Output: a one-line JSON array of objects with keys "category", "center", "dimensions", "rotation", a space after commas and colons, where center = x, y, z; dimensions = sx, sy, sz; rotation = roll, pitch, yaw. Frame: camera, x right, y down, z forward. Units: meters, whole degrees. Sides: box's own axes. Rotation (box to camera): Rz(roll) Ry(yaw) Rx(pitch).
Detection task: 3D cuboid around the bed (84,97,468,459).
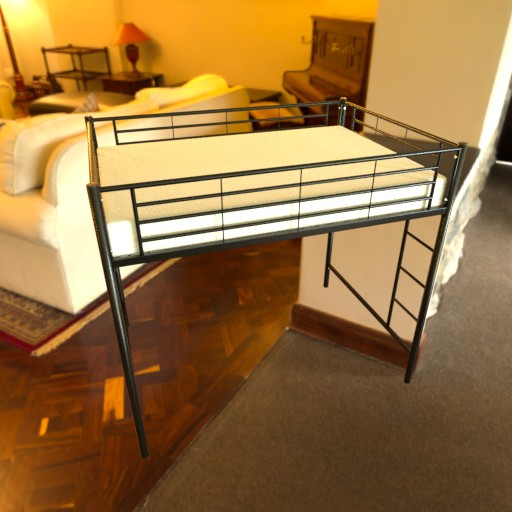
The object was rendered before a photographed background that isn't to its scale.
[{"category": "bed", "center": [0.000, 0.000, 3.158], "dimensions": [1.994, 1.803, 1.397], "rotation": [-10, 31, -16]}]
